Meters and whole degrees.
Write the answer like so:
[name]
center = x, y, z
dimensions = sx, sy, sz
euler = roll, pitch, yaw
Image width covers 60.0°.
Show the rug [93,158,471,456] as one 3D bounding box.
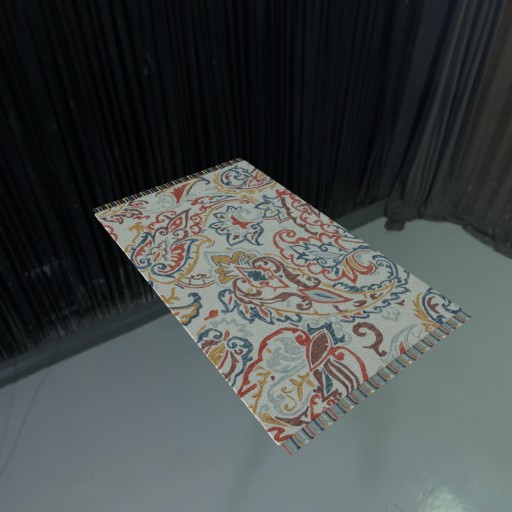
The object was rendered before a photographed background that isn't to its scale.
[rug]
center = 0.000, 0.000, 3.270
dimensions = 1.523, 0.010, 2.584
euler = -26, 47, -27
